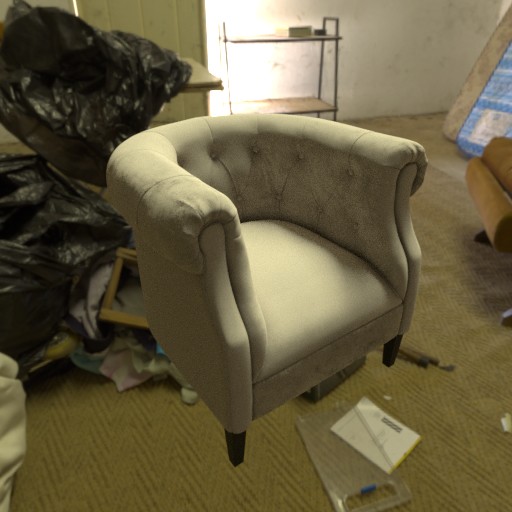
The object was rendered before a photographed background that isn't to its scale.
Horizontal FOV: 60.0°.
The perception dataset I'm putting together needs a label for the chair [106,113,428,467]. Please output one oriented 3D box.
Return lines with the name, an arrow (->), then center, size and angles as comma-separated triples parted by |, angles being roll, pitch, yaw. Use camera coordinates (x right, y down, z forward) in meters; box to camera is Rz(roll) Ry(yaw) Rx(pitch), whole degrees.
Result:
chair -> 0.000, 0.000, 1.549 | 0.904, 0.826, 0.851 | -20, 36, -31
